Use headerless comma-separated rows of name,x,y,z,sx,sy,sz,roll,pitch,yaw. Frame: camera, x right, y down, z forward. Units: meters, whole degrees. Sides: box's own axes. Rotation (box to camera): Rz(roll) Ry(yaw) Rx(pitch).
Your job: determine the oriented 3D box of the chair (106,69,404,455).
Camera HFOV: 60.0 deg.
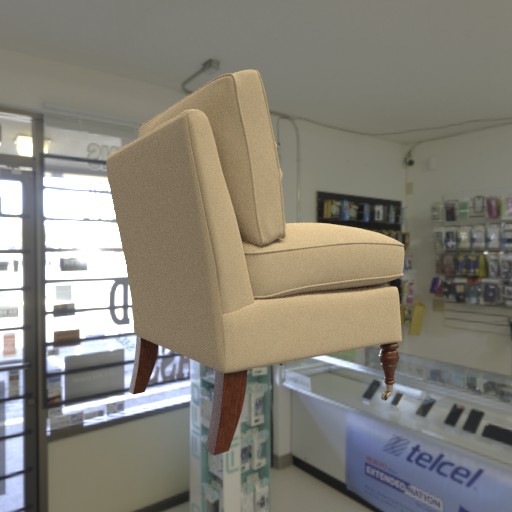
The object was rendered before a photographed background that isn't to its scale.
chair,0.000,0.000,1.655,0.912,1.052,0.724,0,1,-35
